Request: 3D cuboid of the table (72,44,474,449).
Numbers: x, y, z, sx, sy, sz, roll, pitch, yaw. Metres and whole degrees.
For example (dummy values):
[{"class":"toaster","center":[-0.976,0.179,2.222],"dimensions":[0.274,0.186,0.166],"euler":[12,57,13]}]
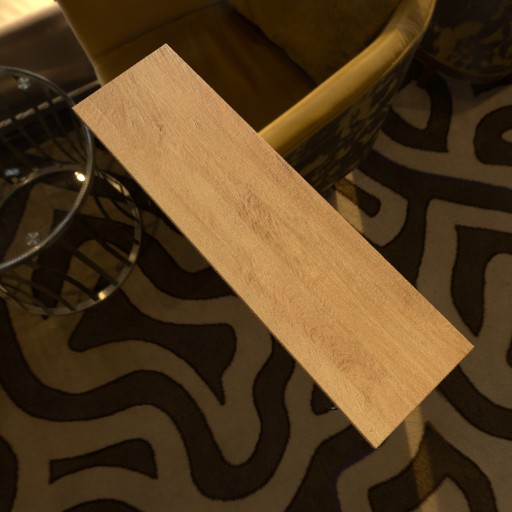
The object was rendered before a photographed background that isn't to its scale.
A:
[{"class":"table","center":[0.000,0.000,1.740],"dimensions":[0.399,0.799,1.400],"euler":[-40,77,-11]}]
